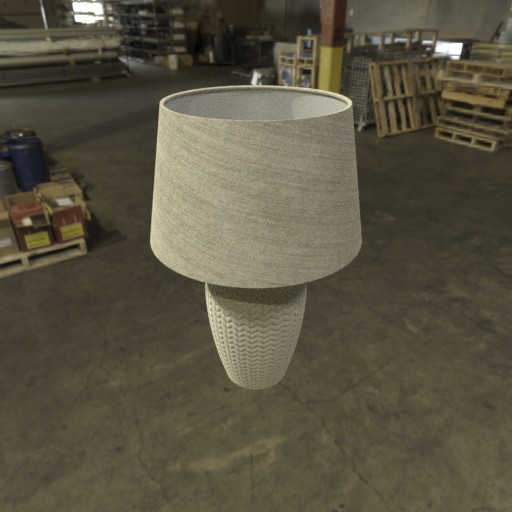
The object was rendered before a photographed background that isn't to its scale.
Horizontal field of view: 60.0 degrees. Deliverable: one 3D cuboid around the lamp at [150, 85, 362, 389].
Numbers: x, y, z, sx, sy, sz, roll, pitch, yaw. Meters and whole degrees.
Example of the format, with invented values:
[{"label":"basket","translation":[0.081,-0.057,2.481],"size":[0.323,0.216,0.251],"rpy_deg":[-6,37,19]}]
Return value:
[{"label":"lamp","translation":[0.000,0.000,0.860],"size":[0.390,0.580,0.390],"rpy_deg":[0,29,0]}]
